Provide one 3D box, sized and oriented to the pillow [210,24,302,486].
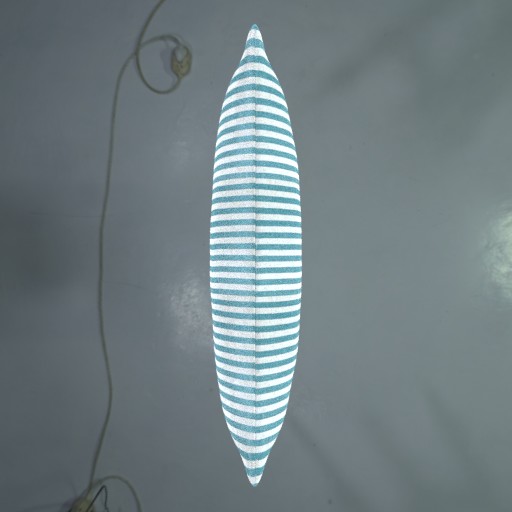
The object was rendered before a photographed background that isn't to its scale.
[{"bbox_3d":[0.000,0.000,0.733,0.151,0.295,0.617,0,90,0],"label":"pillow"}]
